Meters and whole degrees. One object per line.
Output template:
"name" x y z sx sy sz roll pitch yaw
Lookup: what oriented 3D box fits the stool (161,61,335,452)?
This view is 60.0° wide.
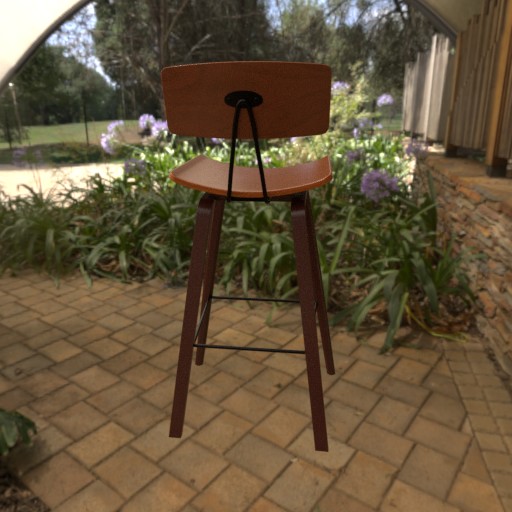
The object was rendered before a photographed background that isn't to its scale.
"stool" 0.000 0.000 1.266 0.509 0.969 0.440 2 16 7
